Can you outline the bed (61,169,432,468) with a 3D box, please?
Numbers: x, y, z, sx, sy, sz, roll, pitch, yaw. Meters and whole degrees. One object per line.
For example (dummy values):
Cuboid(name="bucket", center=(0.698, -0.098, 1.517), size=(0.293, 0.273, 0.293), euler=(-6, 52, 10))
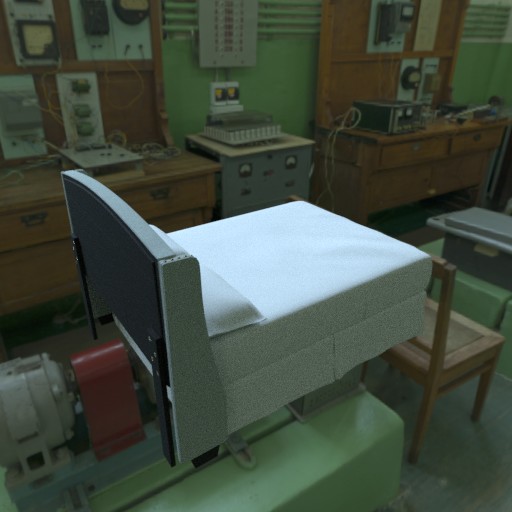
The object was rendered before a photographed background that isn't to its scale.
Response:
Cuboid(name="bed", center=(0.000, 0.000, 3.323), size=(2.237, 1.407, 1.710), euler=(-17, 32, -31))
